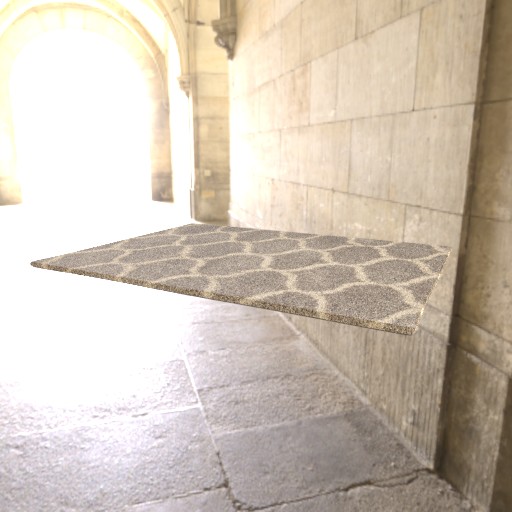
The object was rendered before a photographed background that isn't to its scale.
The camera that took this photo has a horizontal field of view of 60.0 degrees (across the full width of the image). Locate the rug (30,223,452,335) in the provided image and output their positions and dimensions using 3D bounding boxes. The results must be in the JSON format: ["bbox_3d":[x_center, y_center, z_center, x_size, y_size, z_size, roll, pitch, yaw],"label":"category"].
[{"bbox_3d":[0.000,0.000,2.074,1.600,0.025,1.200,7,15,27],"label":"rug"}]
